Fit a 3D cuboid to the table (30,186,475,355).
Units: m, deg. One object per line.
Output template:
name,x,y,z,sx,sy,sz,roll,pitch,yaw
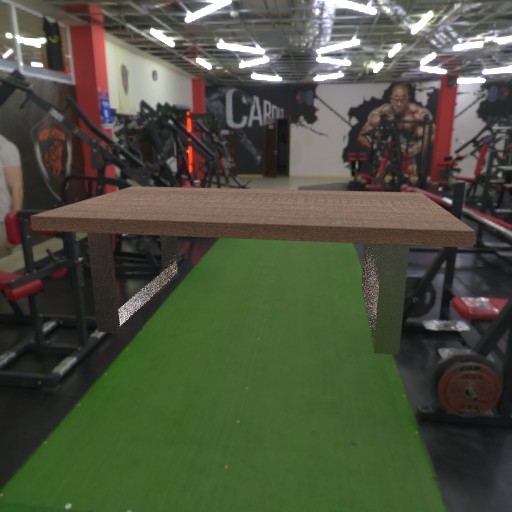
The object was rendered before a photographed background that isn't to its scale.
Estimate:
table,0.000,0.000,1.812,1.400,0.440,0.800,3,16,9
